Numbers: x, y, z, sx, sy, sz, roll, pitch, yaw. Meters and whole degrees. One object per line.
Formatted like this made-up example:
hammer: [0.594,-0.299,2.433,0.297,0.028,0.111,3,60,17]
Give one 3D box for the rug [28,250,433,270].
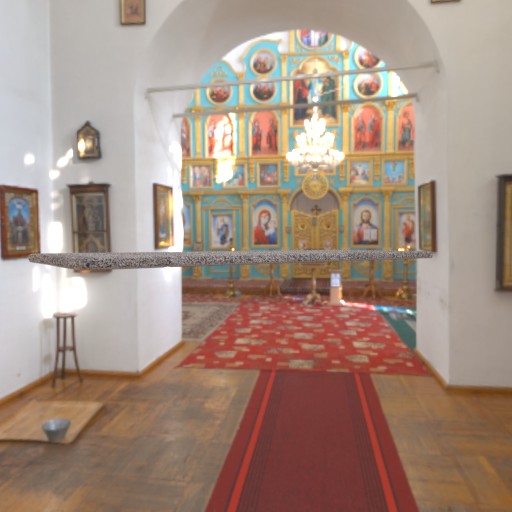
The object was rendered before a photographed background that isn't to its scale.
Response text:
rug: [0.000,0.000,1.751,1.524,0.030,0.609,-1,2,-37]
